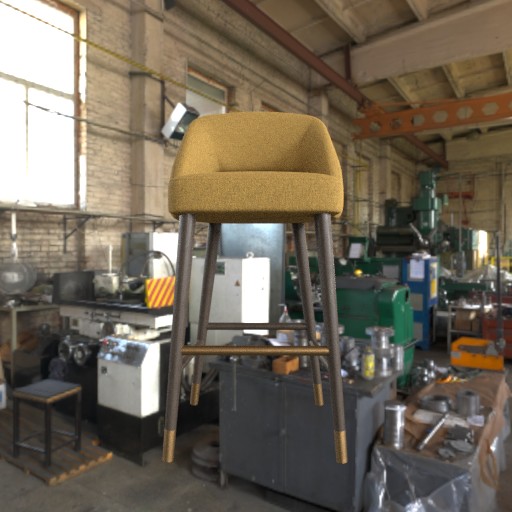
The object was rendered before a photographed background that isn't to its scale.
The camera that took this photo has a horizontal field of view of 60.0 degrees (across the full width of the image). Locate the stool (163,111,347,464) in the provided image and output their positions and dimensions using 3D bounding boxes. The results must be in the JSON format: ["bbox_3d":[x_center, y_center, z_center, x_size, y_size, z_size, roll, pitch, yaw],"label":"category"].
[{"bbox_3d":[0.000,0.000,1.359,0.536,1.032,0.522,0,0,1],"label":"stool"}]
